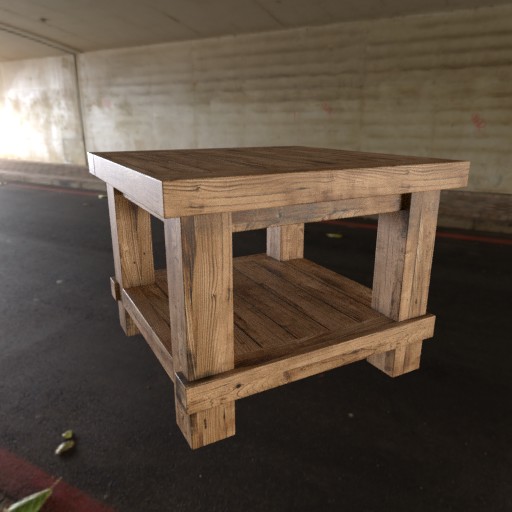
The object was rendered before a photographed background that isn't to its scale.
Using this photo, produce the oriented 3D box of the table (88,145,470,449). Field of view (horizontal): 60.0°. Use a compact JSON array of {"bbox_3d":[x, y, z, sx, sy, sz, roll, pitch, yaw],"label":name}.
[{"bbox_3d":[0.000,0.000,1.037,0.610,0.457,0.610,-9,19,-27],"label":"table"}]
